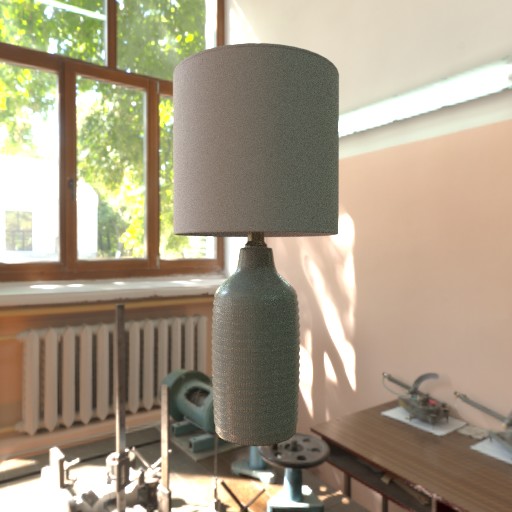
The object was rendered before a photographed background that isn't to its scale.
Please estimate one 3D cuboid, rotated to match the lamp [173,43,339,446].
[{"bbox_3d":[0.000,0.000,0.603,0.220,0.475,0.220,0,1,0],"label":"lamp"}]
